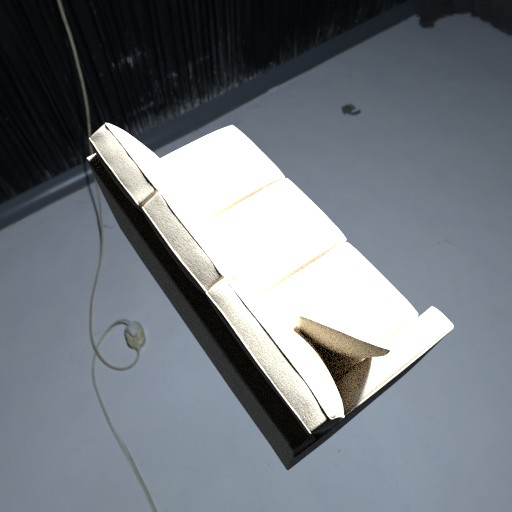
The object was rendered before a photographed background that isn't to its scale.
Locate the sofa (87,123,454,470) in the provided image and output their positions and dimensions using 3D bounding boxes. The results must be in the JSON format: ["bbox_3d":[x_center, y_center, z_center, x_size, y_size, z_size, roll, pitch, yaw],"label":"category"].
[{"bbox_3d":[0.000,0.000,2.553,1.034,0.946,1.962,-32,64,-18],"label":"sofa"}]
